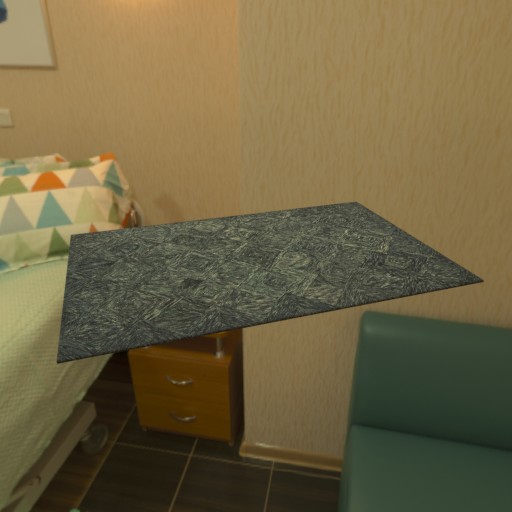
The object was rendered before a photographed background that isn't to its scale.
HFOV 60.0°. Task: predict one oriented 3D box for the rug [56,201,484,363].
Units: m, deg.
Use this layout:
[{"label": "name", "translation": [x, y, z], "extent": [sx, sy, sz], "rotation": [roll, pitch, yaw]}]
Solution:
[{"label": "rug", "translation": [0.000, 0.000, 2.900], "extent": [2.330, 0.017, 1.478], "rotation": [-8, 27, -16]}]
